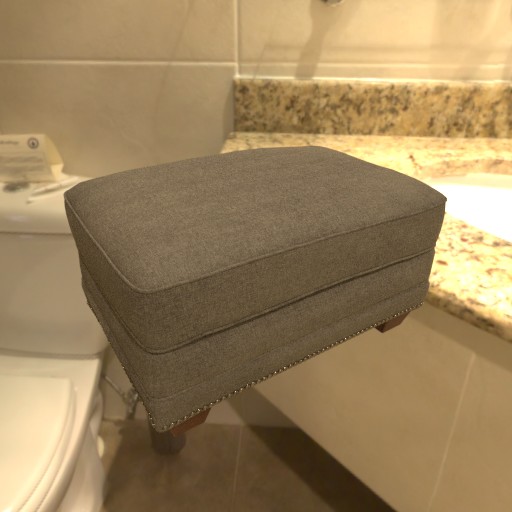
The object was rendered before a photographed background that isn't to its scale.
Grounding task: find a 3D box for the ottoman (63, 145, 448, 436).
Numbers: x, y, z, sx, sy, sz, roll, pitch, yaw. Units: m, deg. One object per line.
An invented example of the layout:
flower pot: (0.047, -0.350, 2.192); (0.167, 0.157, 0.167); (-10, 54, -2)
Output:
ottoman: (0.000, 0.000, 1.162); (0.813, 0.457, 0.561); (-18, 34, -28)
